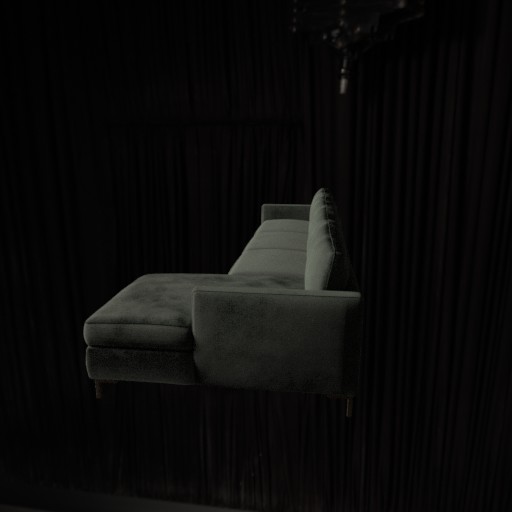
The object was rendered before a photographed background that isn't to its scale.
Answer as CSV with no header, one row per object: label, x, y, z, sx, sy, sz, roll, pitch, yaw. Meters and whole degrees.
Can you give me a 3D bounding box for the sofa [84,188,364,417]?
sofa,0.000,0.000,3.221,1.255,0.756,2.725,2,15,7
